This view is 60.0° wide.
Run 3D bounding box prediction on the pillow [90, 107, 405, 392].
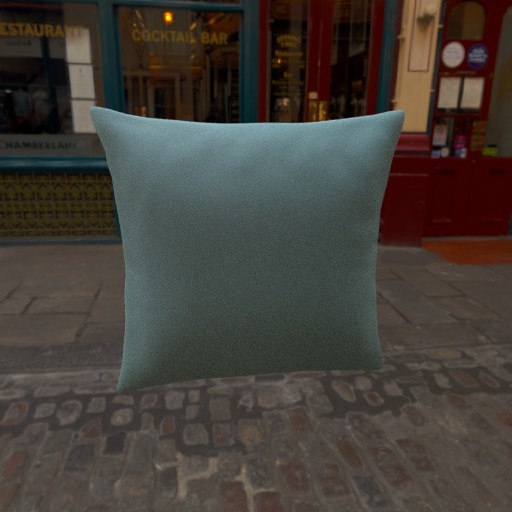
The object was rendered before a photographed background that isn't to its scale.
[{"bbox_3d":[0.000,0.000,0.800,0.526,0.507,0.166,-2,15,-9],"label":"pillow"}]
